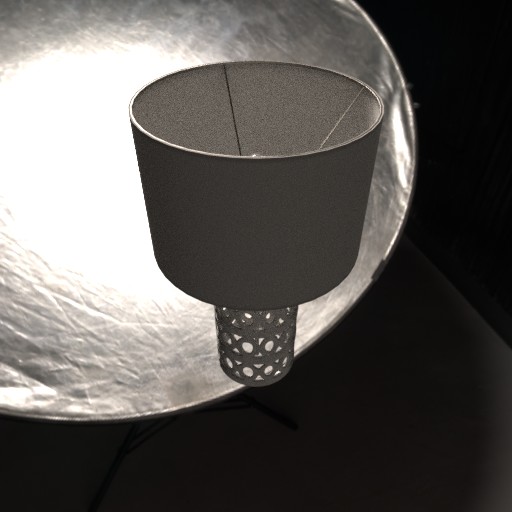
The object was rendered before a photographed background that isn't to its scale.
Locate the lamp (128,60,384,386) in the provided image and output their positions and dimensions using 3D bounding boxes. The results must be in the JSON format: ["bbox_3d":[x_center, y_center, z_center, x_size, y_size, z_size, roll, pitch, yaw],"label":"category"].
[{"bbox_3d":[0.000,0.000,0.702,0.310,0.502,0.310,0,40,0],"label":"lamp"}]
